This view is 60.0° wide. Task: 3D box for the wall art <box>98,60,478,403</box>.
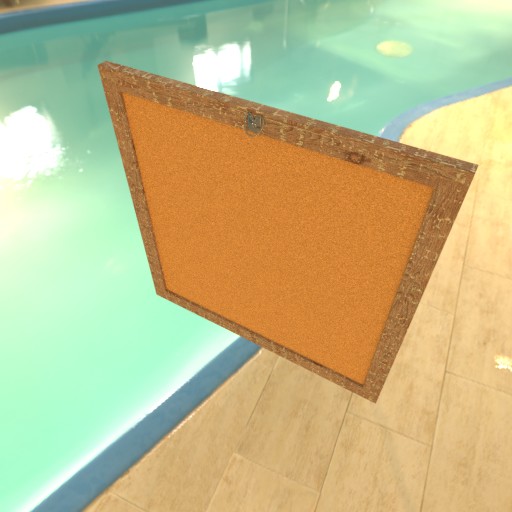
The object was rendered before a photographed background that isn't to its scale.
[{"bbox_3d":[0.000,0.000,0.535,0.380,0.380,0.022,23,50,20],"label":"wall art"}]
